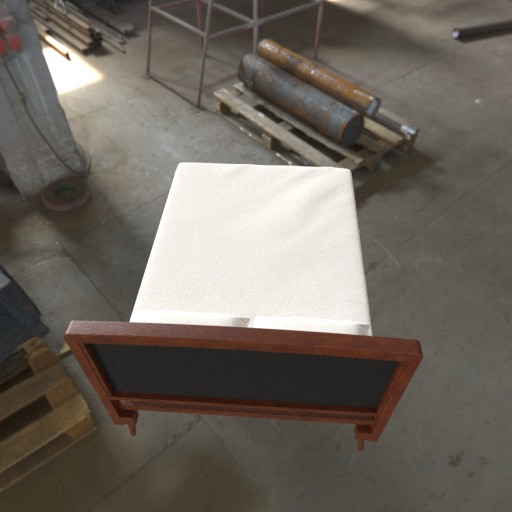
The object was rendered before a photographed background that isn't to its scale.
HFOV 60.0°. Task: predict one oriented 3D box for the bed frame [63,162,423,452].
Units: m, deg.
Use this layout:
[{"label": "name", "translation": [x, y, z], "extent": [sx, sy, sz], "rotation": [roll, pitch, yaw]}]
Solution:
[{"label": "bed frame", "translation": [0.000, 0.000, 3.107], "extent": [1.587, 1.279, 2.171], "rotation": [3, 48, 3]}]
